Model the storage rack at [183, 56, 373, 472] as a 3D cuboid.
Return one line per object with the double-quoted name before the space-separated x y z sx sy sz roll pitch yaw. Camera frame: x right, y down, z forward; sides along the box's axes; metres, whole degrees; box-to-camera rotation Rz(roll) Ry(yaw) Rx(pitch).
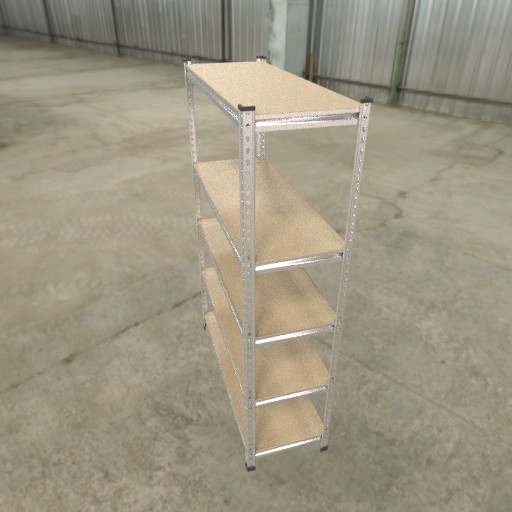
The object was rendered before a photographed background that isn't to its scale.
"storage rack" 0.000 0.000 2.381 0.457 1.829 1.219 -9 32 -14
